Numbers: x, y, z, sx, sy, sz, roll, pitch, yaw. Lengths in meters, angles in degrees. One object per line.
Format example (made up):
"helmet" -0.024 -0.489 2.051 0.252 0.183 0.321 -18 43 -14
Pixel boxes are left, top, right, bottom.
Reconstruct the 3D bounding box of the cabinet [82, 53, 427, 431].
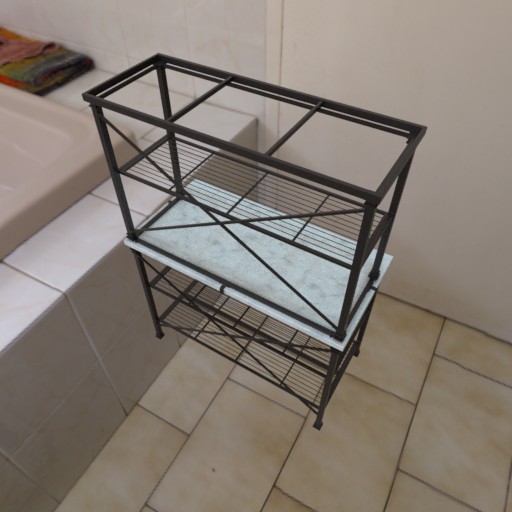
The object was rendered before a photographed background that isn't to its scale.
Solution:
"cabinet" 0.000 0.000 2.238 1.210 1.659 0.610 24 51 21
